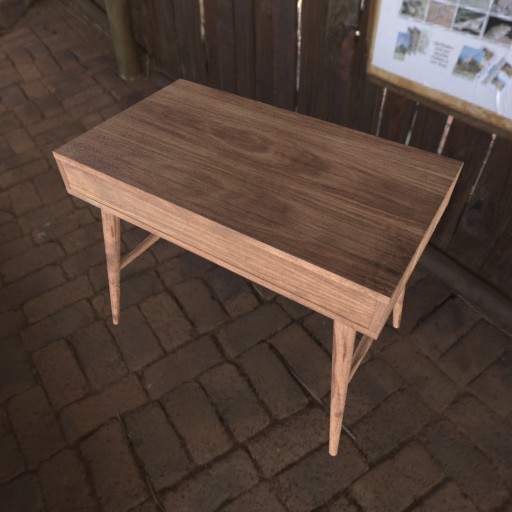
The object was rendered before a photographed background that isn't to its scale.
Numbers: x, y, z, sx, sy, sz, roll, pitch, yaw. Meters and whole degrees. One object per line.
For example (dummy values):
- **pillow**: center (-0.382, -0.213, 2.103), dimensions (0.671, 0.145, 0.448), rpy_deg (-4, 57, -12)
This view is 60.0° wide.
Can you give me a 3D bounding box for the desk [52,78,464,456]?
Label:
- **desk**: center (0.000, 0.000, 1.447), dimensions (0.949, 0.758, 0.588), rpy_deg (24, 50, 22)
